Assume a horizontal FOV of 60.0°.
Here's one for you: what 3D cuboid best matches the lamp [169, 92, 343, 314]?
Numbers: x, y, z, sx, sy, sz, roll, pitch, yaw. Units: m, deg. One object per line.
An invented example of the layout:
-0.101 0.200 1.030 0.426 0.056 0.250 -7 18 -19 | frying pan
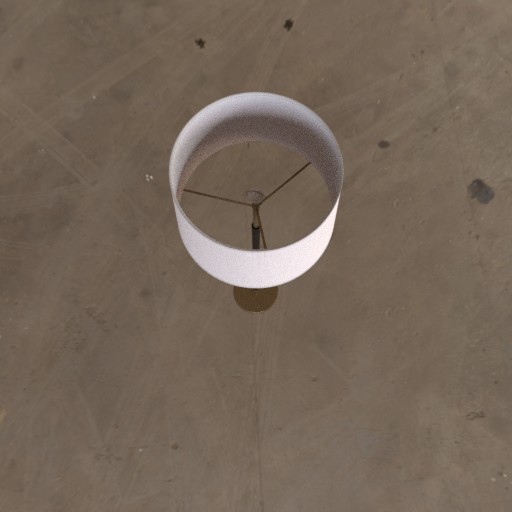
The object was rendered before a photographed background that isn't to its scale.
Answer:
0.000 0.000 1.635 0.420 1.447 0.420 0 75 0 | lamp
